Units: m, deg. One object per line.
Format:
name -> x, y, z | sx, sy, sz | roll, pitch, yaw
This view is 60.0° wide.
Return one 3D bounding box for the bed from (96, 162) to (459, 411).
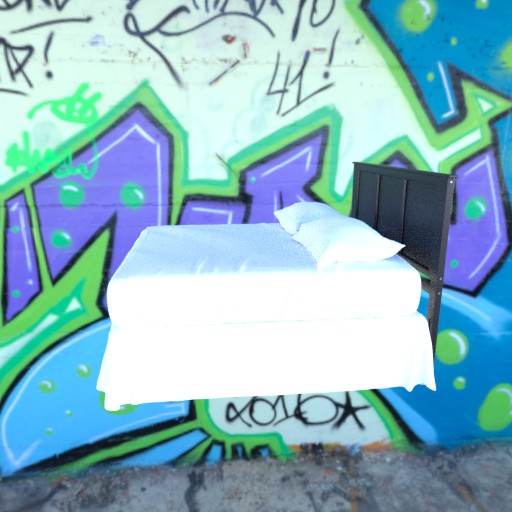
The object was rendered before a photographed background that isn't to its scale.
bed -> 0.000, 0.000, 3.247 | 2.050, 1.270, 1.870 | -2, 15, -6
